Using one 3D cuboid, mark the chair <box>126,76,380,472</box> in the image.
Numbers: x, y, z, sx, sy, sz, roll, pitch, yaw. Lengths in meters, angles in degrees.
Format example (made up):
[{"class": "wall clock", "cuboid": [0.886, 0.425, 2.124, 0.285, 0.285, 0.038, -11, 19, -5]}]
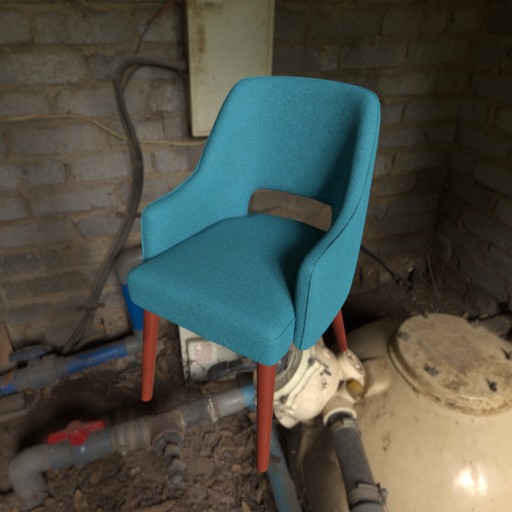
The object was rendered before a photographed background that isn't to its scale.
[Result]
[{"class": "chair", "cuboid": [0.000, 0.000, 1.231, 0.548, 0.849, 0.605, 19, 36, 28]}]
